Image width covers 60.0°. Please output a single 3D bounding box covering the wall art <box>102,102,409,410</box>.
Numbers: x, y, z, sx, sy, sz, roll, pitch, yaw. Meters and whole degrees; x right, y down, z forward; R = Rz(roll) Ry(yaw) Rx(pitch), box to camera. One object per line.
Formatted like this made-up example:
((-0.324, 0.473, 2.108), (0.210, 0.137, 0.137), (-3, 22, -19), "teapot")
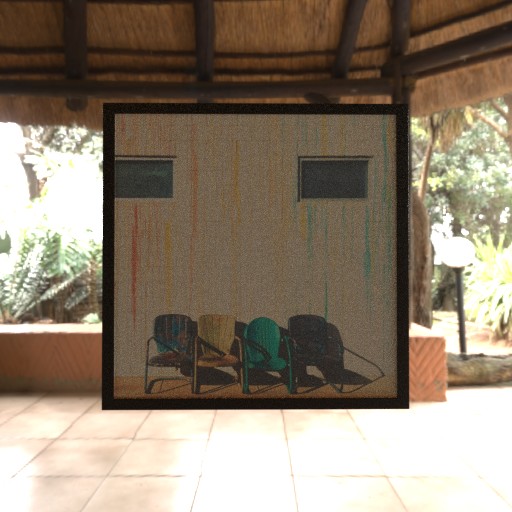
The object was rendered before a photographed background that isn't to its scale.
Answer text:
((0.000, 0.000, 0.750), (0.506, 0.506, 0.037), (0, -1, -1), "wall art")
